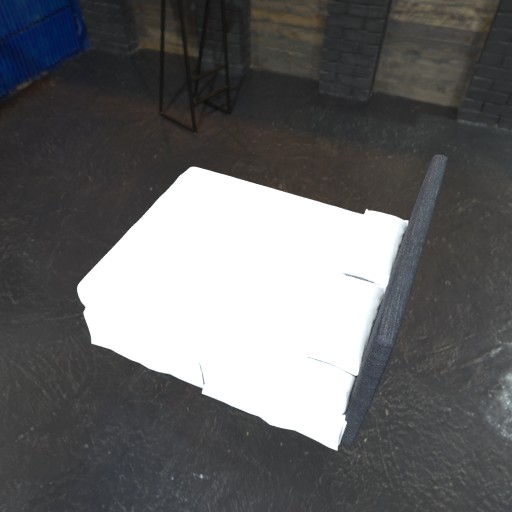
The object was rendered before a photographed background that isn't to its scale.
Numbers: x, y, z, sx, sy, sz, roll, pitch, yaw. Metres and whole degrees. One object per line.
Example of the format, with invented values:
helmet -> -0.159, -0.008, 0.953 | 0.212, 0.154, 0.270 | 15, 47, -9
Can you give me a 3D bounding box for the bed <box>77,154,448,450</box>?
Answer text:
bed -> 0.000, 0.000, 3.262 | 2.142, 1.330, 1.723 | 19, 50, 17
